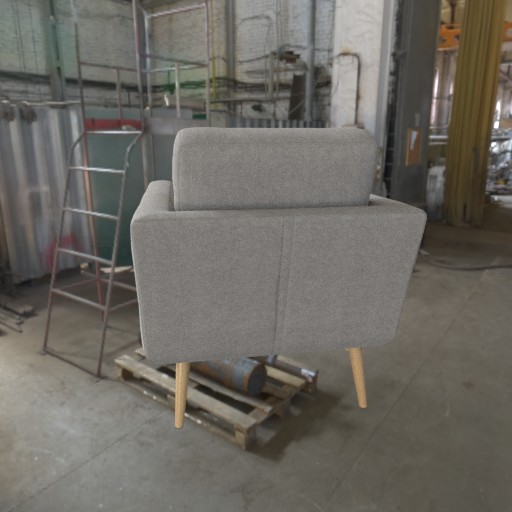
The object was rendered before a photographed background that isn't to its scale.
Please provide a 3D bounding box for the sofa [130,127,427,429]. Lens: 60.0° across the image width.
[{"bbox_3d":[0.000,0.000,1.558,0.770,0.860,0.920,-3,16,-10],"label":"sofa"}]
